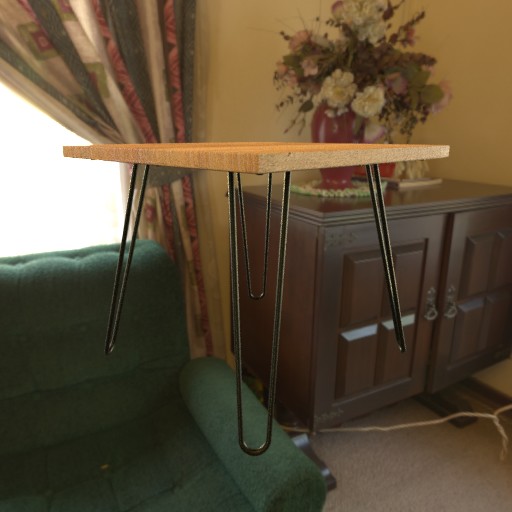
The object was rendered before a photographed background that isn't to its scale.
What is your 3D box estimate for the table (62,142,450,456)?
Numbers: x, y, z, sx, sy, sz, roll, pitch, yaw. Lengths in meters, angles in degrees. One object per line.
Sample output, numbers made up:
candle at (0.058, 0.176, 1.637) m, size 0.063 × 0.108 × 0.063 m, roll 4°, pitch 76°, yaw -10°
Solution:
table at (0.000, 0.000, 1.031) m, size 0.599 × 0.500 × 0.599 m, roll 15°, pitch 21°, yaw 43°
